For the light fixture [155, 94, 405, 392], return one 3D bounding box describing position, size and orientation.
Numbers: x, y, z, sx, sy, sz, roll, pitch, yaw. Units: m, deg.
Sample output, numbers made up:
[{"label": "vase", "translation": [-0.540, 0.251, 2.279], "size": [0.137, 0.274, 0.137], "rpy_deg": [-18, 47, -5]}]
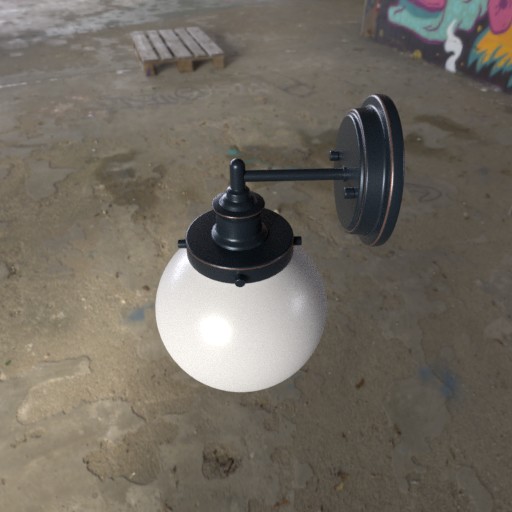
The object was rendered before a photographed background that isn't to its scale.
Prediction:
[{"label": "light fixture", "translation": [0.000, 0.000, 0.473], "size": [0.230, 0.332, 0.197], "rpy_deg": [-2, 39, -2]}]
